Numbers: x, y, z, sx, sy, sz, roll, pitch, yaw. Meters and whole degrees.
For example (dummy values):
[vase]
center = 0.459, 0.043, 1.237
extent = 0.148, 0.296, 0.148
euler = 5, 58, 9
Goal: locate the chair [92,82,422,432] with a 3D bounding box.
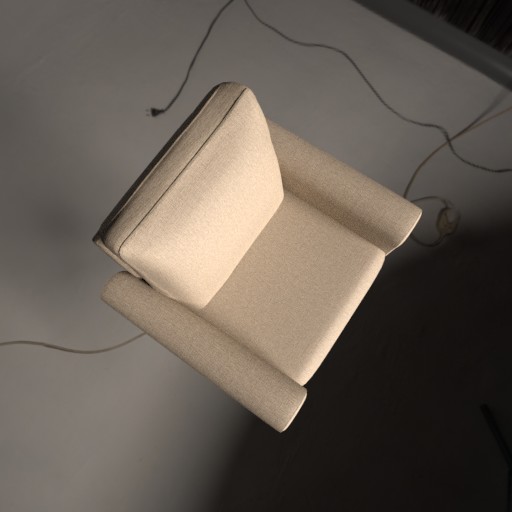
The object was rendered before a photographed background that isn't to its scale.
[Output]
[chair]
center = 0.000, 0.000, 2.315
extent = 1.180, 1.349, 1.275
euler = 34, 78, 8
